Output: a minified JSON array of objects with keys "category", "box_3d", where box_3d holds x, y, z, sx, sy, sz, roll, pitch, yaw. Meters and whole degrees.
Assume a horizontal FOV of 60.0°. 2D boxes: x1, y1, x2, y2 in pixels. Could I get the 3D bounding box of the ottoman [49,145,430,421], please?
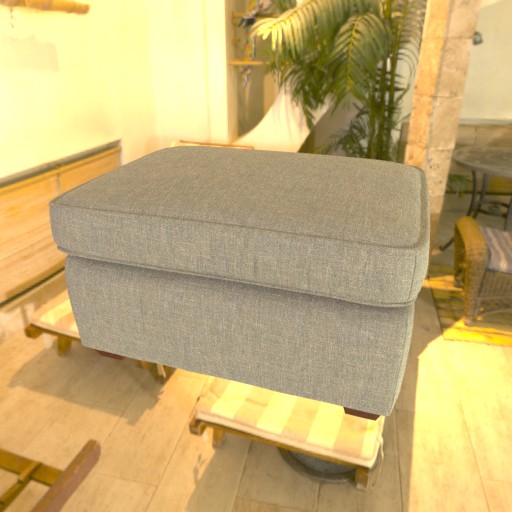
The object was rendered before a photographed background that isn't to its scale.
[{"category":"ottoman","box_3d":[0.000,0.000,1.102,0.762,0.457,0.559,8,28,16]}]
